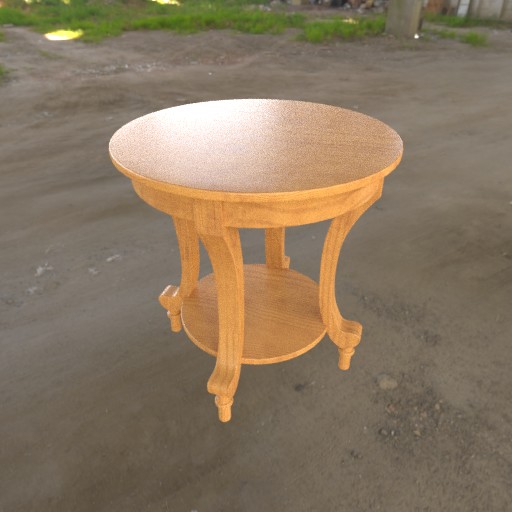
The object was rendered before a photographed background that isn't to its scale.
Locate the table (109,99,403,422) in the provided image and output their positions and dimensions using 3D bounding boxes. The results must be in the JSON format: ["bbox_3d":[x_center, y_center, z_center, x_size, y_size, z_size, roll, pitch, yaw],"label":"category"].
[{"bbox_3d":[0.000,0.000,1.096,0.597,0.612,0.597,0,33,0],"label":"table"}]
